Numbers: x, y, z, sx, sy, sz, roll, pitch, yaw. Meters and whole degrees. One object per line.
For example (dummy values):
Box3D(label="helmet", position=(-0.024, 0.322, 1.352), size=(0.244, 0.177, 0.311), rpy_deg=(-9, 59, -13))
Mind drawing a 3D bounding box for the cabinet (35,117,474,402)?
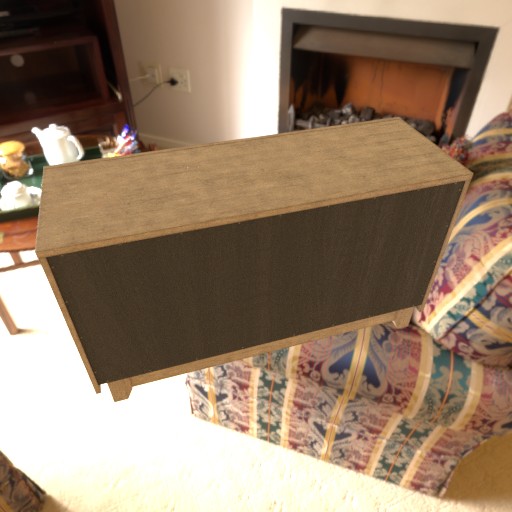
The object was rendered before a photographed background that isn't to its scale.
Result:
Box3D(label="cabinet", position=(0.000, 0.000, 1.863), size=(1.460, 0.825, 0.511), rpy_deg=(-11, 42, -13))
